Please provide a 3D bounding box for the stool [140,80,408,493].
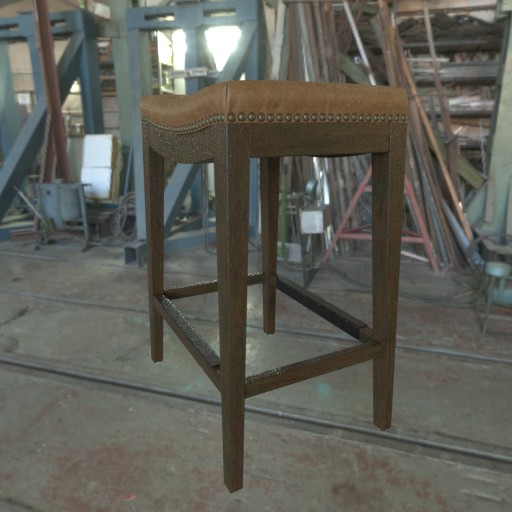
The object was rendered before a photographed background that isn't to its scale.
[{"bbox_3d":[0.000,0.000,0.940,0.361,0.660,0.500,-9,19,-26],"label":"stool"}]
